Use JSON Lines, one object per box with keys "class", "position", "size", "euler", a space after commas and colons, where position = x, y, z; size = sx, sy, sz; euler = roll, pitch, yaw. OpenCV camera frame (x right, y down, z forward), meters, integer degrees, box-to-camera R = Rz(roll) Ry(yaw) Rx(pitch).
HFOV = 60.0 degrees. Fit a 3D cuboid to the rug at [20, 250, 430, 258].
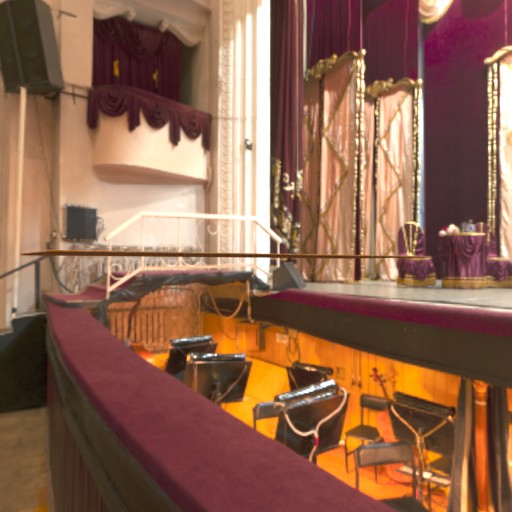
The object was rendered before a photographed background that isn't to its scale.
{"class": "rug", "position": [0.000, 0.000, 2.667], "size": [2.438, 0.010, 0.775], "euler": [1, -1, -36]}
